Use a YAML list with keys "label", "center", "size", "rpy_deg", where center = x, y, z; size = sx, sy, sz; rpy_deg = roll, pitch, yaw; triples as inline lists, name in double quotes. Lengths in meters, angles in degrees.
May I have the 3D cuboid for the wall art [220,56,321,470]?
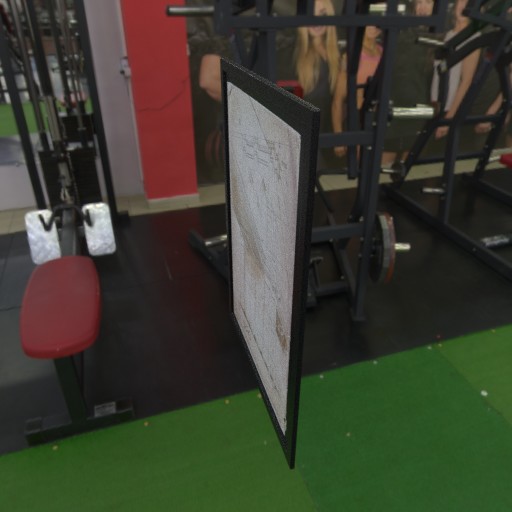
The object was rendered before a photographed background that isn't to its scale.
- label: "wall art"
  center: [0.000, 0.000, 1.267]
  size: [0.013, 0.967, 0.707]
  rpy_deg: [-9, 32, -14]
